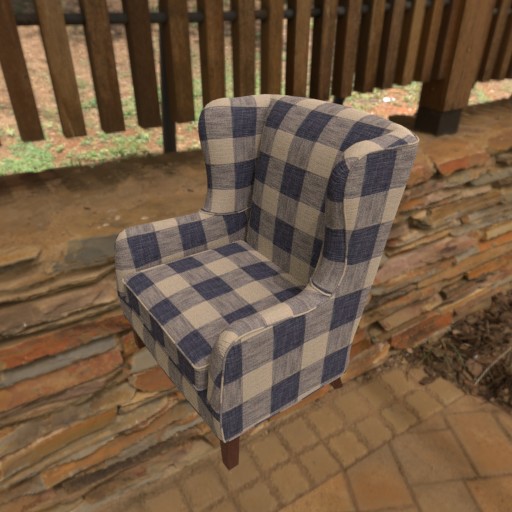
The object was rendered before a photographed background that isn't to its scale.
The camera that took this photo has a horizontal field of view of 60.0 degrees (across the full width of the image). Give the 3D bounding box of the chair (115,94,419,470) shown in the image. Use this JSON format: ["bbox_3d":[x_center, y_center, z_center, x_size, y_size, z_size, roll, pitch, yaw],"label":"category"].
[{"bbox_3d":[0.000,0.000,1.710,0.889,1.041,0.830,-21,37,-31],"label":"chair"}]
